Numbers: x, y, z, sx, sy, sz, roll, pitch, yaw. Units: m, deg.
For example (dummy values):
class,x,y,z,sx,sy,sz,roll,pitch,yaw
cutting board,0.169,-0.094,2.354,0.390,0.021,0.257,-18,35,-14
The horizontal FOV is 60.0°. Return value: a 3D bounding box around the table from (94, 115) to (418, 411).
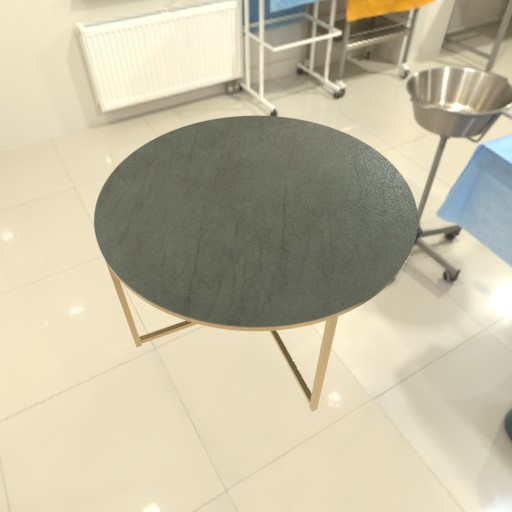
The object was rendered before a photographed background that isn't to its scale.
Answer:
class,x,y,z,sx,sy,sz,roll,pitch,yaw
table,0.000,0.000,1.292,0.800,0.450,0.800,0,46,0
